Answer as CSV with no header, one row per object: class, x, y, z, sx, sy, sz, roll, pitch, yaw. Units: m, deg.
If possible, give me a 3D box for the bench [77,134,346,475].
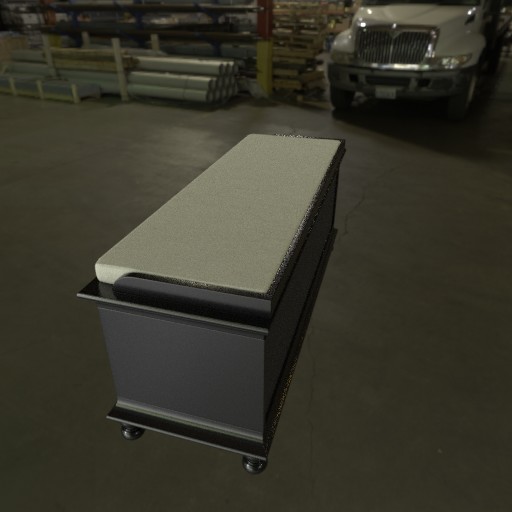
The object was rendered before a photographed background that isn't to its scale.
bench,0.000,0.000,1.435,0.402,0.501,1.185,8,31,14
